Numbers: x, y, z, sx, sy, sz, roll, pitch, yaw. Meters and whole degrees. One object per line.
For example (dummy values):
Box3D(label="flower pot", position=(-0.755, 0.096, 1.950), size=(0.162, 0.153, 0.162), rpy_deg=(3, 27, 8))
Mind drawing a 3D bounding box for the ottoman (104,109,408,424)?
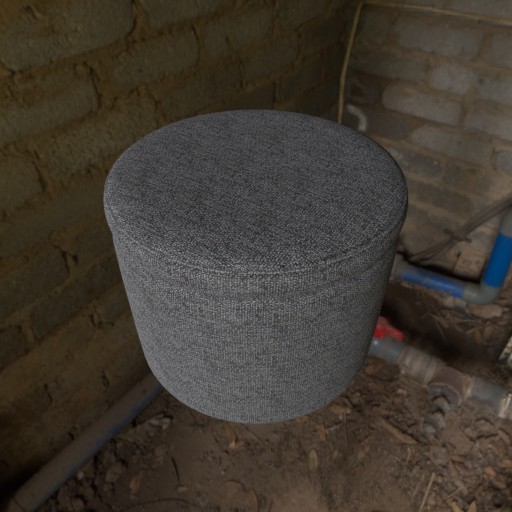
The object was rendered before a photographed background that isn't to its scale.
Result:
Box3D(label="ottoman", position=(0.000, 0.000, 0.894), size=(0.520, 0.430, 0.520), rpy_deg=(0, 42, 0))
